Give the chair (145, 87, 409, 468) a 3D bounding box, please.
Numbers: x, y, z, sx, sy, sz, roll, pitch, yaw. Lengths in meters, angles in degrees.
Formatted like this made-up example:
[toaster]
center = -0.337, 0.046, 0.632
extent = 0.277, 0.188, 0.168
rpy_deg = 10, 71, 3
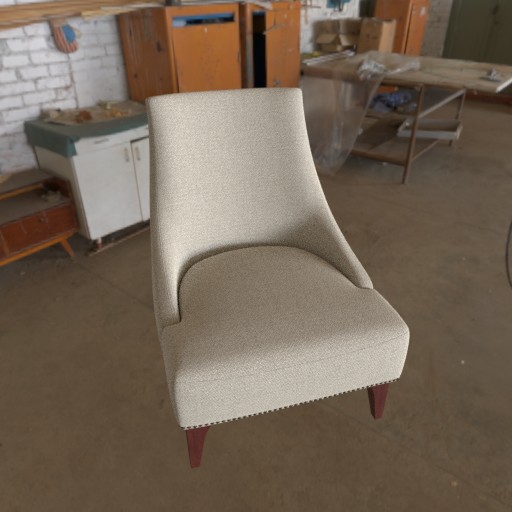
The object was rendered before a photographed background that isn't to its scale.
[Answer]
[chair]
center = 0.000, 0.000, 1.469
extent = 0.701, 0.909, 0.861
rpy_deg = -9, 33, -14
